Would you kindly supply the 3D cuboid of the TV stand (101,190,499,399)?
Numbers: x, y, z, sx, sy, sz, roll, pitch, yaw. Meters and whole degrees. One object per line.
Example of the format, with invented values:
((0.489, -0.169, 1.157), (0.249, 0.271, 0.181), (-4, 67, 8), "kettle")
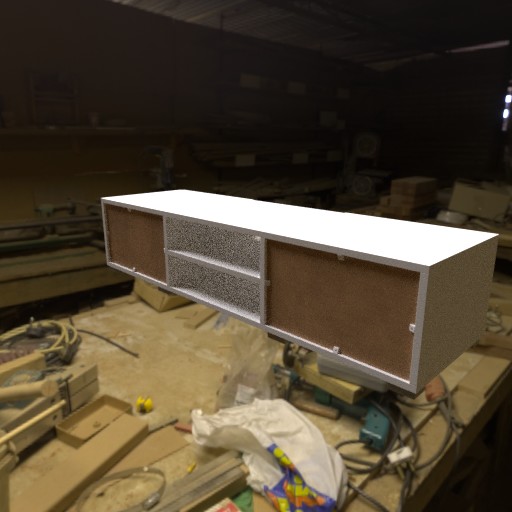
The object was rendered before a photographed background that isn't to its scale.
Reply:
((0.000, 0.000, 1.545), (1.400, 0.310, 0.420), (15, 21, 43), "TV stand")
